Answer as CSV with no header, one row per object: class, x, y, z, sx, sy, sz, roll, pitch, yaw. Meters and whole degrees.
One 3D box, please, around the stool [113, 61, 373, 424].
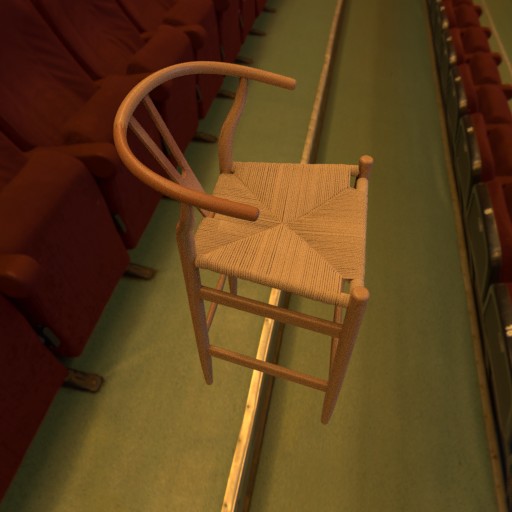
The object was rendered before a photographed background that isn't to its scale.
stool,0.000,0.000,1.260,0.575,0.923,0.536,8,48,8
